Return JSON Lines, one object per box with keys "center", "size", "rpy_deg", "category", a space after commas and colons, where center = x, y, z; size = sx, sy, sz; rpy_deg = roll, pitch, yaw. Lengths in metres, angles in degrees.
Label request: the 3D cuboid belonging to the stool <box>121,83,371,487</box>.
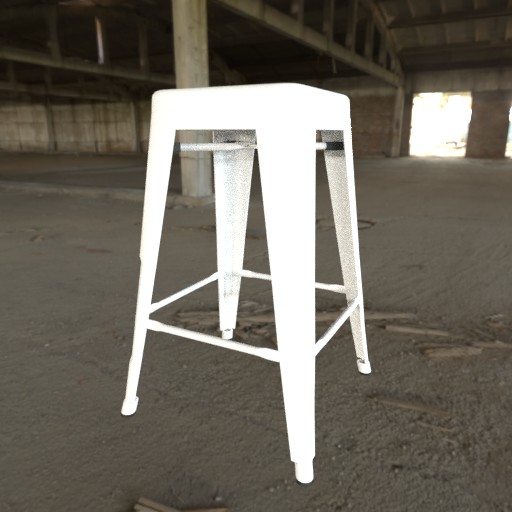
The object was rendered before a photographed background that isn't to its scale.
{"center": [0.000, 0.000, 0.880], "size": [0.406, 0.610, 0.406], "rpy_deg": [8, 17, 27], "category": "stool"}
